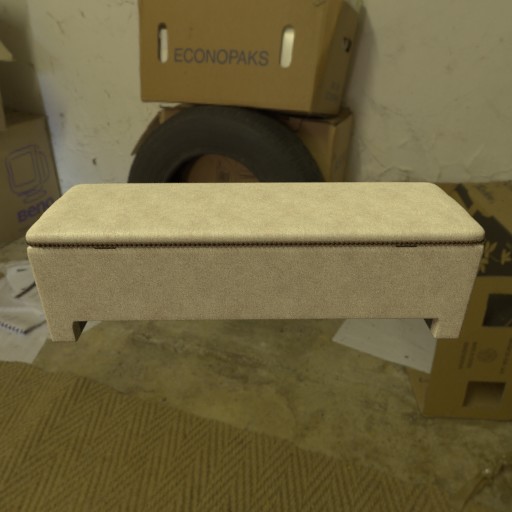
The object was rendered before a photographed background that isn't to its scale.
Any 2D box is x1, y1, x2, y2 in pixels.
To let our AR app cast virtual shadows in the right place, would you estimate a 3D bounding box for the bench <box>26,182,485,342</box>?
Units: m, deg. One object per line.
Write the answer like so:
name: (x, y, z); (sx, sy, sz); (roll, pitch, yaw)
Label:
bench: (0.000, 0.000, 1.684); (1.482, 0.447, 0.470); (0, 29, -1)
